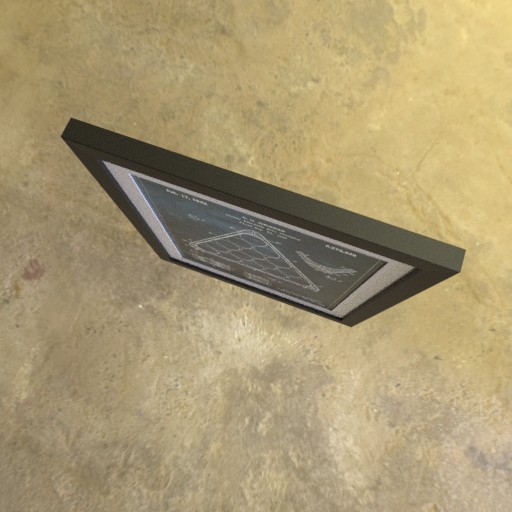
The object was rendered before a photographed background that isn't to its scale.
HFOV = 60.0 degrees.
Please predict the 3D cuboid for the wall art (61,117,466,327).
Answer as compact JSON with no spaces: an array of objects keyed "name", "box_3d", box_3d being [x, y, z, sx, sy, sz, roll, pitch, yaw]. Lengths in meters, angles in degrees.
[{"name":"wall art","box_3d":[0.000,0.000,0.699,0.432,0.508,0.025,19,76,5]}]
